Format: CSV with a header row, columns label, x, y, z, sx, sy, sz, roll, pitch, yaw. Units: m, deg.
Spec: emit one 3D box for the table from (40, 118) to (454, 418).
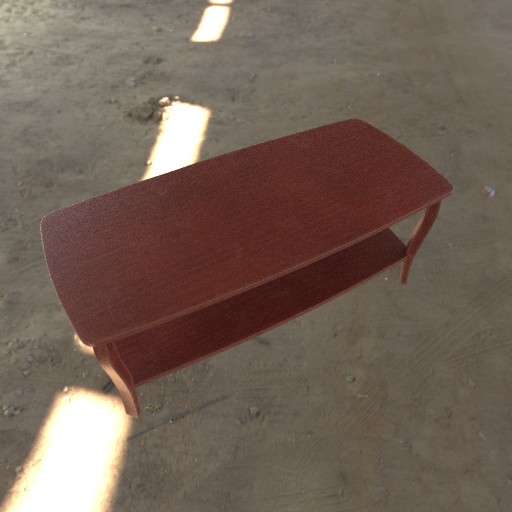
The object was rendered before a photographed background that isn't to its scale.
label,x,y,z,sx,sy,sz,roll,pitch,yaw
table,0.000,0.000,1.517,1.216,0.473,0.561,-22,50,-20
